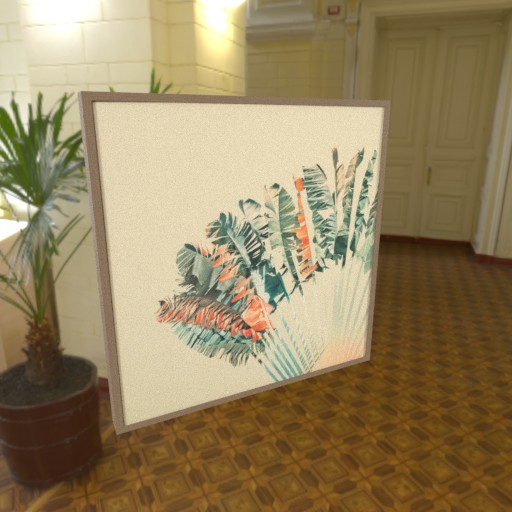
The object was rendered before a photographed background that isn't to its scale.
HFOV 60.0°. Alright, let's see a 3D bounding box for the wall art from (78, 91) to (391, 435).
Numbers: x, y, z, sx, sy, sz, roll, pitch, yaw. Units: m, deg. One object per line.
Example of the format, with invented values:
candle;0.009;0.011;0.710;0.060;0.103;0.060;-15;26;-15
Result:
wall art;0.000;0.000;0.750;0.508;0.506;0.038;-8;18;-26
